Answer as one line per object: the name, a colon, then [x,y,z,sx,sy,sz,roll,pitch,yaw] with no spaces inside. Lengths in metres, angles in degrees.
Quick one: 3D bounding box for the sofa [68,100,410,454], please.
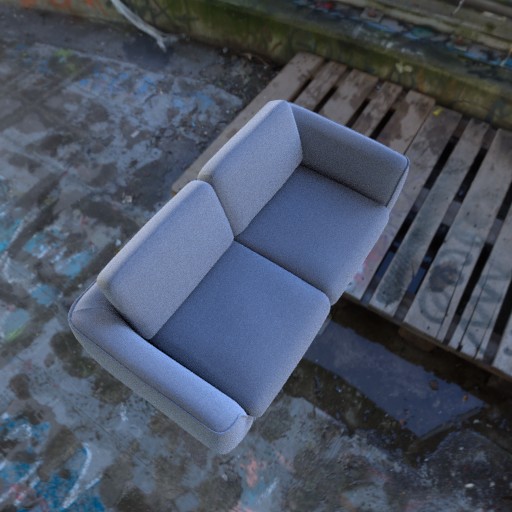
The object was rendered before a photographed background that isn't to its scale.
sofa: [0.000,0.000,2.241,0.920,0.850,1.700,30,63,17]
